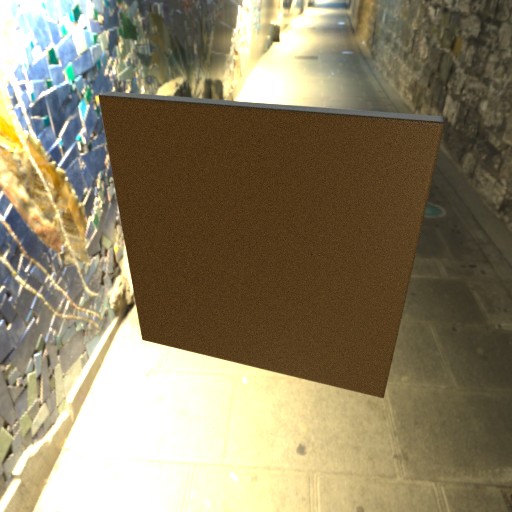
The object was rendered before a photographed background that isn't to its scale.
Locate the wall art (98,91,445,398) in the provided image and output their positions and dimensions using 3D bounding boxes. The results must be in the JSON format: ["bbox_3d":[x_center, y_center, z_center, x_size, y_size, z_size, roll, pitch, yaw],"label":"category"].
[{"bbox_3d":[0.000,0.000,1.946,1.287,1.288,0.078,10,33,15],"label":"wall art"}]
